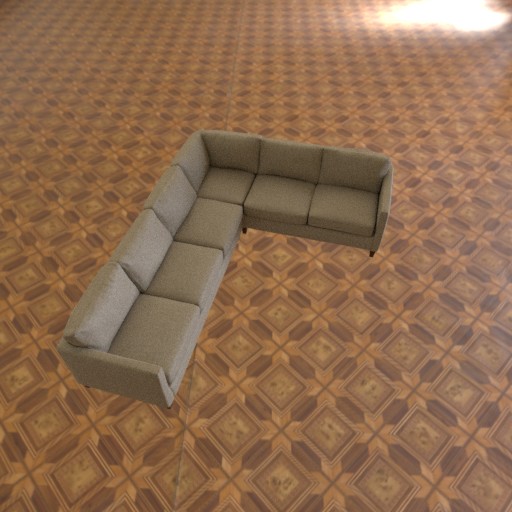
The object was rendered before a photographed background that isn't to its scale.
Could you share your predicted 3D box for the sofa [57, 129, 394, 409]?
[{"bbox_3d":[0.000,0.000,4.611,2.593,0.947,3.302,11,48,10],"label":"sofa"}]
